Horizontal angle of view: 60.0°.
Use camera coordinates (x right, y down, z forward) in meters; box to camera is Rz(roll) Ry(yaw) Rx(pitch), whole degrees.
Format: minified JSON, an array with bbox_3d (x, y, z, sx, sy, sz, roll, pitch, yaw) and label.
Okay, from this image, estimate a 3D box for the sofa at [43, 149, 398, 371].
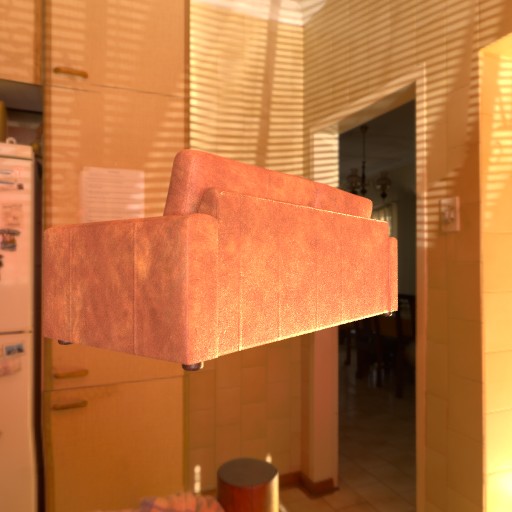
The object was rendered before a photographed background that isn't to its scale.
[{"bbox_3d":[0.000,0.000,2.718,1.016,0.873,2.179,0,-1,36],"label":"sofa"}]
